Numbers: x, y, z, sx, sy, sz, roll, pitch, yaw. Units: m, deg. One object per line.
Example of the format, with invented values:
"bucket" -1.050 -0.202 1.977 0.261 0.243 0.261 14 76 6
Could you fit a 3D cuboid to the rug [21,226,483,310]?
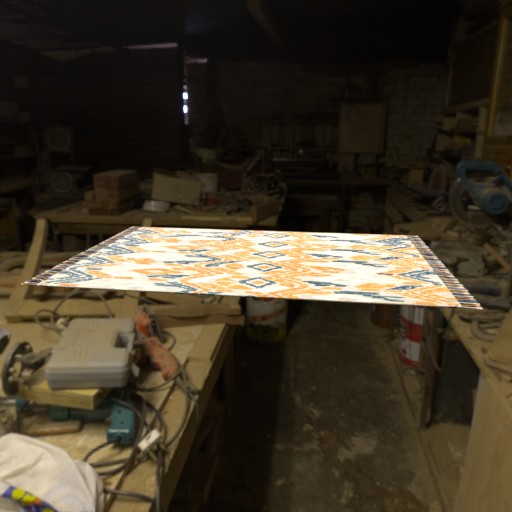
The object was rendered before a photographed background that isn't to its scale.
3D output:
"rug" 0.000 0.000 3.013 2.428 0.010 1.533 2 16 8
